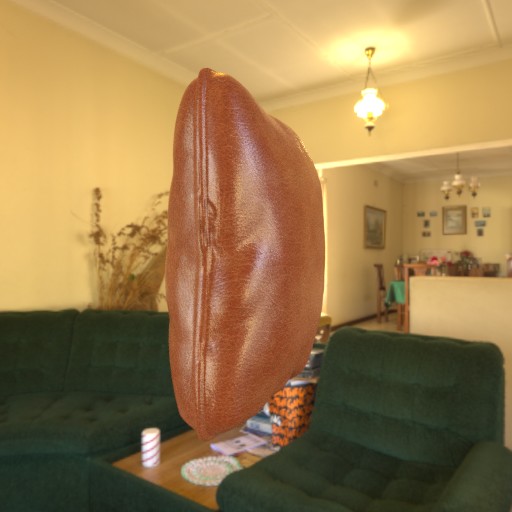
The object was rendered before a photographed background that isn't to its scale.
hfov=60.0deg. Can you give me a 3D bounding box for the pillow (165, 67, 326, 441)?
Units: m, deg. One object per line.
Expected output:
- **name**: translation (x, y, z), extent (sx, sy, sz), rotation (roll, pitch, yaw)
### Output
- **pillow**: translation (0.000, 0.000, 0.830), extent (0.236, 0.523, 0.532), rotation (0, 0, 18)
